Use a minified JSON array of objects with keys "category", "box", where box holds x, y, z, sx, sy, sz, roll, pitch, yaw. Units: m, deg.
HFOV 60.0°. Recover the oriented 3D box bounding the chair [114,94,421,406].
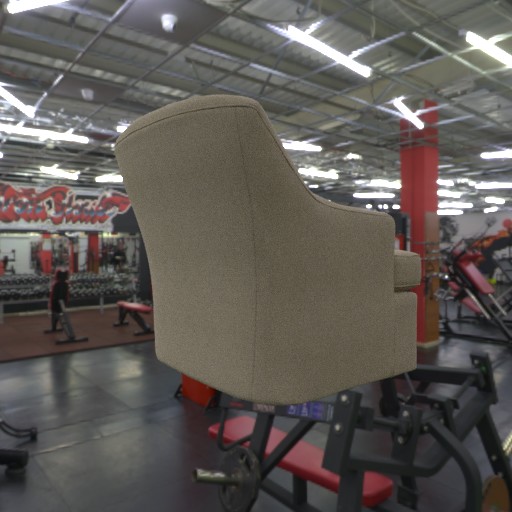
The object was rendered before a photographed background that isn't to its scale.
[{"category":"chair","box":[0.000,0.000,1.603,0.923,0.856,0.864,-1,1,-36]}]
